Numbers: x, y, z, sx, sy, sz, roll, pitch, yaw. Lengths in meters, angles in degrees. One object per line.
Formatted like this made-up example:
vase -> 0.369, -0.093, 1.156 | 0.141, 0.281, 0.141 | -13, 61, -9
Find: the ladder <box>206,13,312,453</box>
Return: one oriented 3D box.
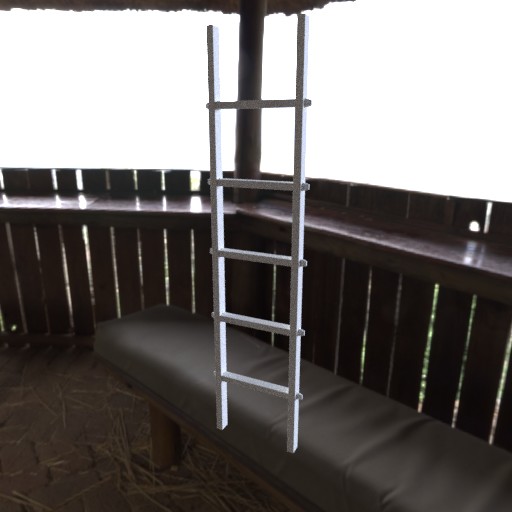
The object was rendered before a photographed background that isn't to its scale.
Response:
ladder -> 0.000, 0.000, 1.873 | 0.452, 1.797, 0.051 | 8, 17, 25
